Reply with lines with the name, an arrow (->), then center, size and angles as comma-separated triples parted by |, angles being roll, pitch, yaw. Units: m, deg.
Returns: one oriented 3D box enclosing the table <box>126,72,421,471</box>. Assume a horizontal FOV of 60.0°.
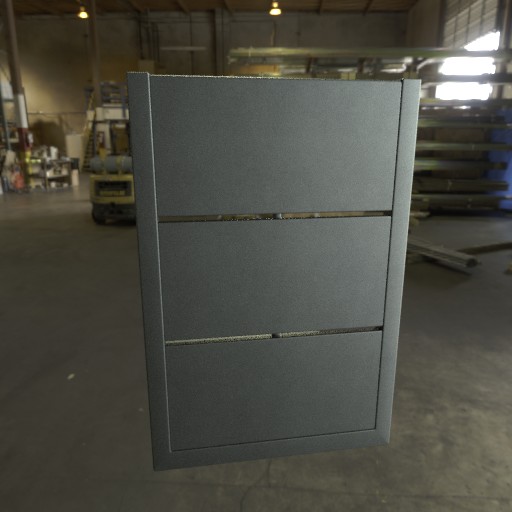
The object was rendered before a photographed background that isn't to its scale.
table -> 0.000, 0.000, 0.871 | 0.405, 0.609, 0.420 | -2, 15, -9
